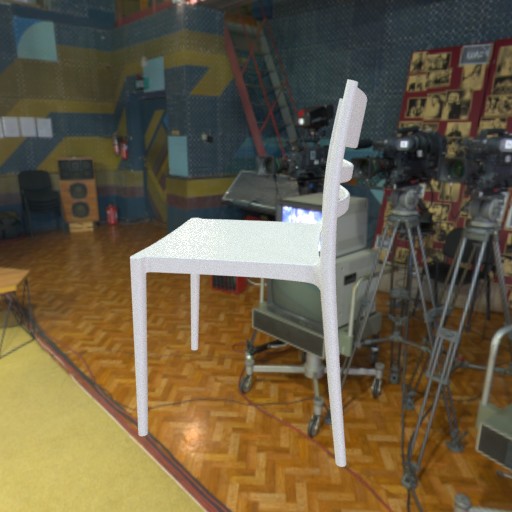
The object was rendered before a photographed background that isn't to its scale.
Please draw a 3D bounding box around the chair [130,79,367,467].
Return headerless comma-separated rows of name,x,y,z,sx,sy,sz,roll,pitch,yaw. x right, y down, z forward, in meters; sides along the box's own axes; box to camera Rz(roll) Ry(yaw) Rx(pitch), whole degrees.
chair,0.000,0.000,1.151,0.511,0.800,0.531,2,16,8
